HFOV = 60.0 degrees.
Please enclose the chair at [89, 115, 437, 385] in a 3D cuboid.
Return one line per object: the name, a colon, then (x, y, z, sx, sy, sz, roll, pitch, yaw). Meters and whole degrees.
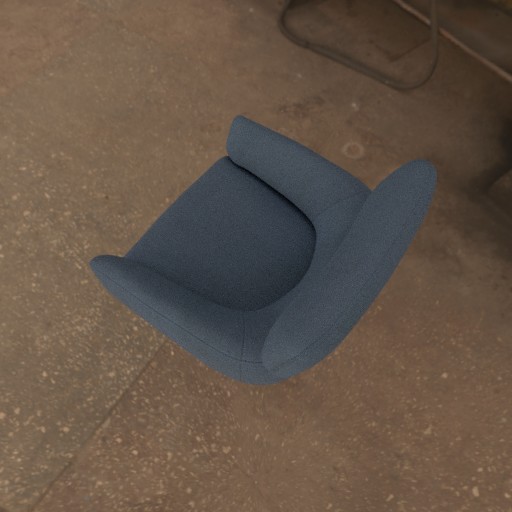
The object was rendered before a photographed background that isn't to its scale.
chair: (0.000, 0.000, 1.411, 0.761, 0.813, 0.738, 33, 68, 16)
